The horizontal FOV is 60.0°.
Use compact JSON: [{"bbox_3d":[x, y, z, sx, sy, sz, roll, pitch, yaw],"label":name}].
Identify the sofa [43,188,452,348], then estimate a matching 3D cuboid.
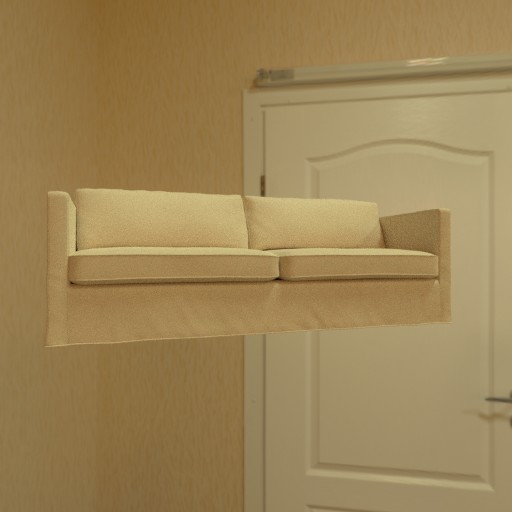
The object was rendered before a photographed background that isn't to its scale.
[{"bbox_3d":[0.000,0.000,3.301,2.779,0.999,1.036,0,0,-19],"label":"sofa"}]
